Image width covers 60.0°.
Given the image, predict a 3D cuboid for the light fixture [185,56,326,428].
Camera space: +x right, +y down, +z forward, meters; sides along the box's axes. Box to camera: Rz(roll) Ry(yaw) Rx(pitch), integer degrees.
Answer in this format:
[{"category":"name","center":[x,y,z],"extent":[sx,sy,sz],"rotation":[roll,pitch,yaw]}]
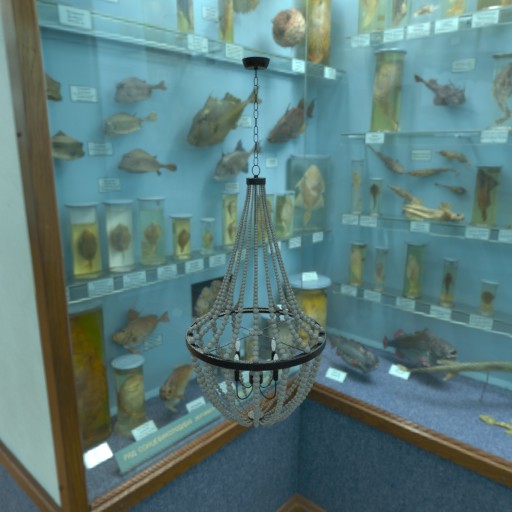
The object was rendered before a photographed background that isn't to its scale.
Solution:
[{"category":"light fixture","center":[0.000,0.000,1.373],"extent":[0.450,1.133,0.450],"rotation":[0,13,0]}]
